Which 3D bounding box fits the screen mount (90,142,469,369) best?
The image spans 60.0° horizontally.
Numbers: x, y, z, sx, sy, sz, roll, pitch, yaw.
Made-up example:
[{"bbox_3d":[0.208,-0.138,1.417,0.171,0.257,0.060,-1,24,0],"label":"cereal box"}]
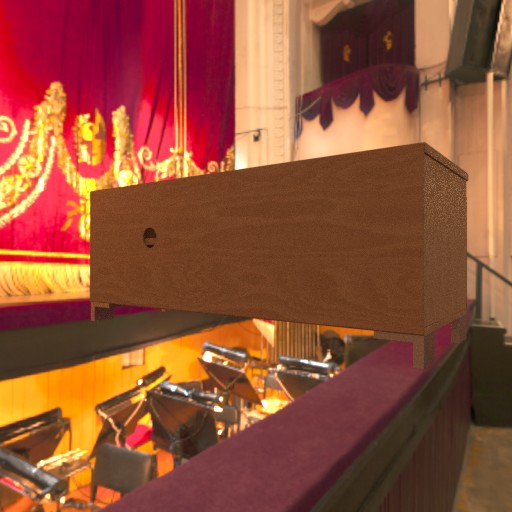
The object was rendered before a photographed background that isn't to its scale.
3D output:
[{"bbox_3d":[0.000,0.000,1.318,1.084,0.432,0.406,0,0,36],"label":"screen mount"}]
